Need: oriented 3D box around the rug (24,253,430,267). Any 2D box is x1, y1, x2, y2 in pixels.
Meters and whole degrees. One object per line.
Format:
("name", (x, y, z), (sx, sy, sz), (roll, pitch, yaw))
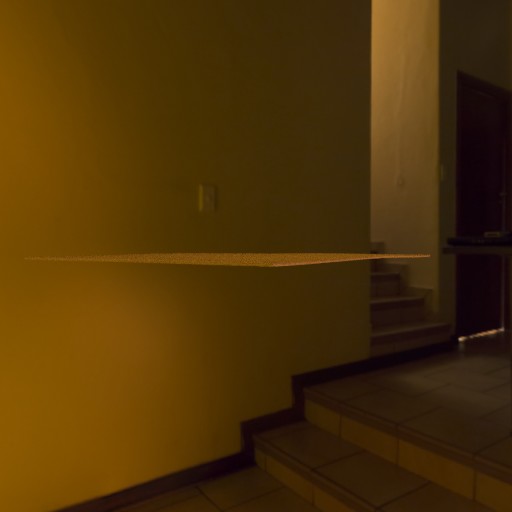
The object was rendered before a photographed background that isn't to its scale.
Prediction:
("rug", (0.000, 0.000, 4.247), (2.434, 0.045, 3.202), (1, 1, 35))
